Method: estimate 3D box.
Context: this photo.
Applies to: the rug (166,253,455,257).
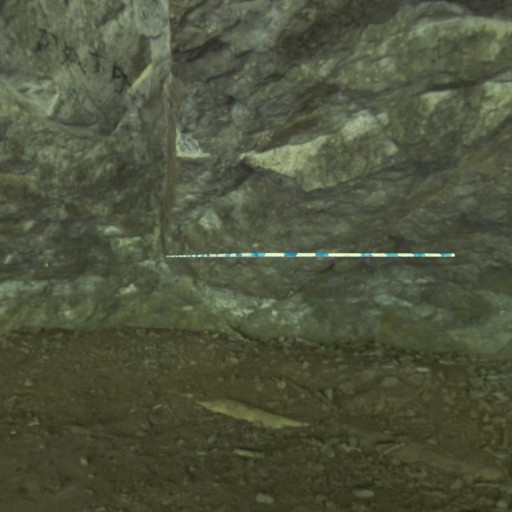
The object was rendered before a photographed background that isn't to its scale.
[{"bbox_3d":[0.000,0.000,1.669,0.503,0.007,1.492,0,0,-18],"label":"rug"}]
